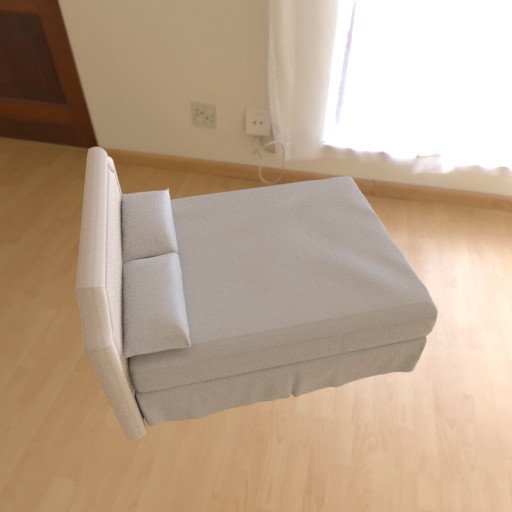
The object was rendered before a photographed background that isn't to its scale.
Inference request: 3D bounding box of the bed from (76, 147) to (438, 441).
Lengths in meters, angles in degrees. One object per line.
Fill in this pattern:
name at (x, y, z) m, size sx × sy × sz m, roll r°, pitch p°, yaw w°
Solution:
bed at (0.000, 0.000, 3.280) m, size 2.164 × 1.297 × 1.828 m, roll -9°, pitch 45°, yaw -9°
